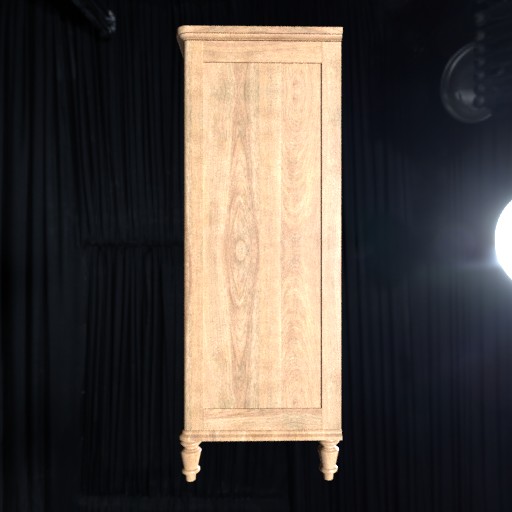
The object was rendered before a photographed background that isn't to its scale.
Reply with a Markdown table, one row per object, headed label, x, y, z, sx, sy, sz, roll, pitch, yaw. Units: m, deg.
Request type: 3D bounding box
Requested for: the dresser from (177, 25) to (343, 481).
| label | x | y | z | sx | sy | sz | roll | pitch | yaw |
| --- | --- | --- | --- | --- | --- | --- | --- | --- | --- |
| dresser | 0.000 | 0.000 | 1.758 | 0.484 | 1.318 | 0.973 | 0 | 0 | -1 |
